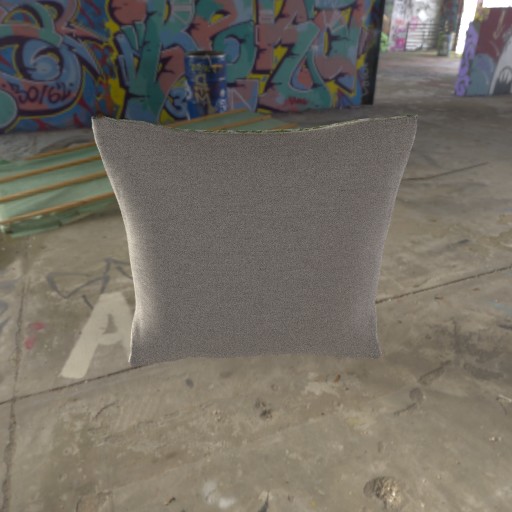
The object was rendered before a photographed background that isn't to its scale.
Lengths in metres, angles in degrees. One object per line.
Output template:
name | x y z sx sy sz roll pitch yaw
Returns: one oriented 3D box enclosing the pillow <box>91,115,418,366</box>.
pillow | 0.000 0.000 0.681 0.440 0.419 0.162 -1 28 -2
